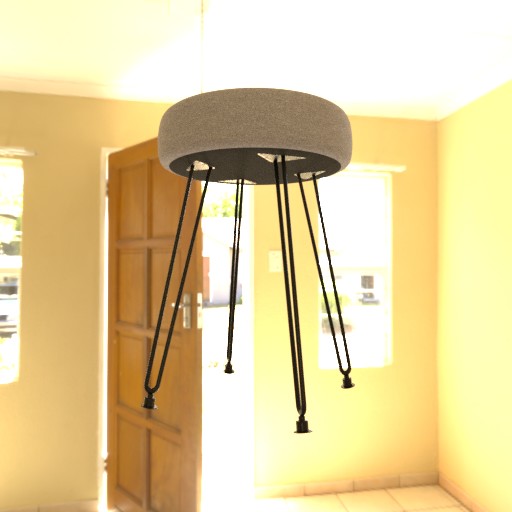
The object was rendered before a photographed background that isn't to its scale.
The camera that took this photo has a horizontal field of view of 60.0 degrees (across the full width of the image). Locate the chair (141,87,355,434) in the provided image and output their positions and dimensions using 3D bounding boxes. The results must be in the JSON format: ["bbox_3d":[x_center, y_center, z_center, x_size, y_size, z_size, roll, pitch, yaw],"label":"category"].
[{"bbox_3d":[0.000,0.000,0.697,0.350,0.440,0.350,0,-1,-20],"label":"chair"}]
